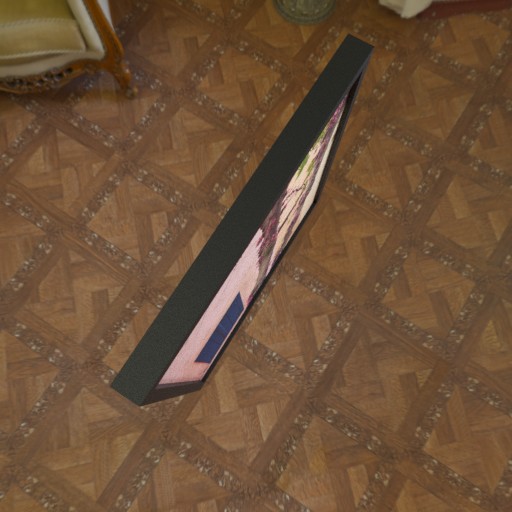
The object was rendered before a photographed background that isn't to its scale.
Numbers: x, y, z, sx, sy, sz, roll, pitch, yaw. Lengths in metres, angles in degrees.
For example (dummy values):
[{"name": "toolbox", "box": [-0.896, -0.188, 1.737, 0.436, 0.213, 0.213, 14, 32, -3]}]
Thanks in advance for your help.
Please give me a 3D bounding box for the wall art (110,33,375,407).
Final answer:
[{"name": "wall art", "box": [0.000, 0.000, 0.751, 0.038, 0.508, 0.508, 31, 77, 8]}]
